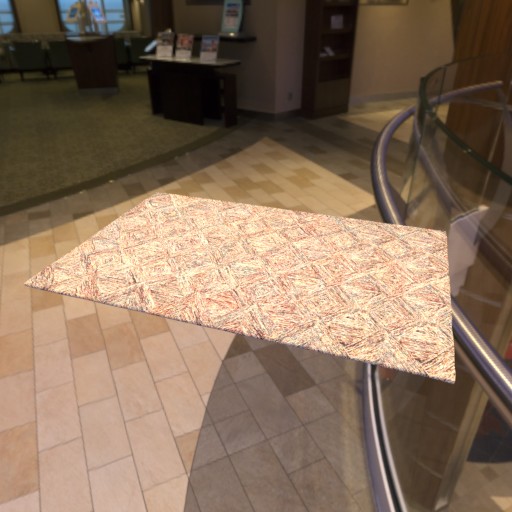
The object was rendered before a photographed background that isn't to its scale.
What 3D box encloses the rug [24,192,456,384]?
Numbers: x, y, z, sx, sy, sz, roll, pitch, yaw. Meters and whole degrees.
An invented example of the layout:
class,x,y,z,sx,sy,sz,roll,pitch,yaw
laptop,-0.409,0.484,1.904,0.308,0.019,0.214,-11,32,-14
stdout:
class,x,y,z,sx,sy,sz,roll,pitch,yaw
rug,0.000,0.000,2.145,1.761,0.014,1.143,10,31,16
